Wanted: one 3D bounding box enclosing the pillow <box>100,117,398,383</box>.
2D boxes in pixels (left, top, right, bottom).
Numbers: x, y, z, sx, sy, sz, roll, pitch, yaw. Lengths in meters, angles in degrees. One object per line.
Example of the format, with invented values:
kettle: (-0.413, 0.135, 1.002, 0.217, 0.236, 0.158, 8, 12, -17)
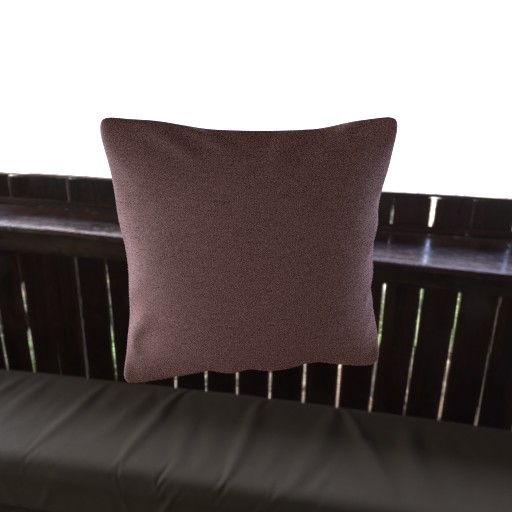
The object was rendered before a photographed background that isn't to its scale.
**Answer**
pillow: (0.000, 0.000, 0.691, 0.432, 0.415, 0.246, -2, 17, -8)
